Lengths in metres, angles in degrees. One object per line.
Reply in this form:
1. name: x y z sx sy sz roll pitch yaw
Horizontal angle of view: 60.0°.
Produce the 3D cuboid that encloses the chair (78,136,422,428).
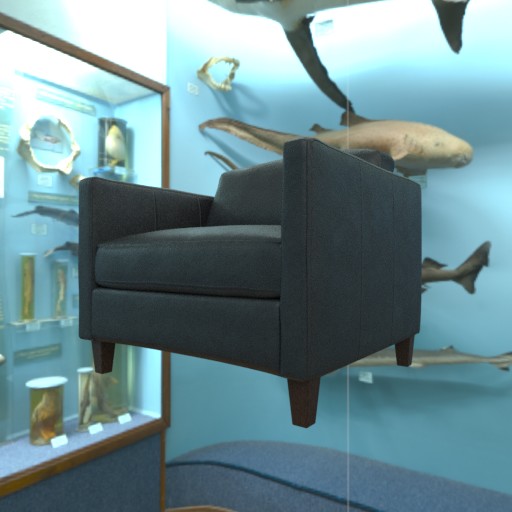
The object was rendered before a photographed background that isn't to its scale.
1. chair: 0.000 0.000 1.590 0.939 0.811 0.862 0 0 37
